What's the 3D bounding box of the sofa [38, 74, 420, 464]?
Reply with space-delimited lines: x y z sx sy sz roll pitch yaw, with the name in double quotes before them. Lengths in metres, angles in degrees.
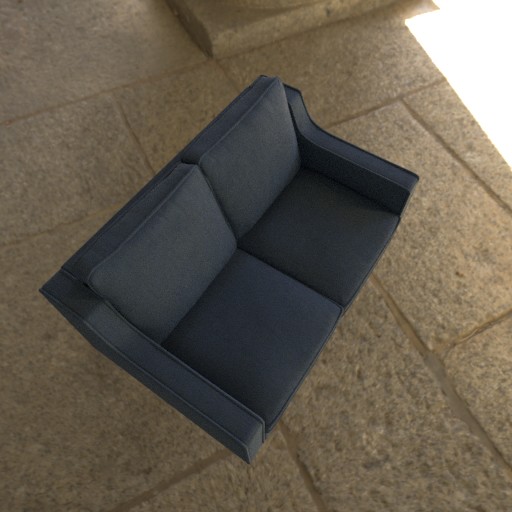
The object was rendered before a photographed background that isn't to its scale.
"sofa" 0.000 0.000 2.130 0.987 0.971 1.501 30 64 17
